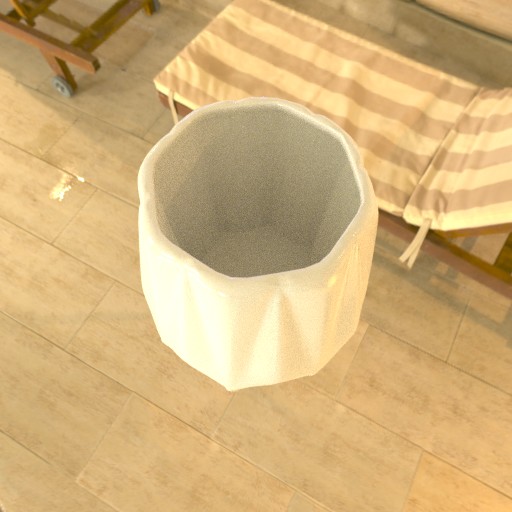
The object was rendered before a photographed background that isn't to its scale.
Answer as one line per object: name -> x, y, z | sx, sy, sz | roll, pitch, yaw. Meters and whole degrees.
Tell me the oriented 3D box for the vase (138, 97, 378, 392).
vase -> 0.000, 0.000, 0.260 | 0.141, 0.152, 0.141 | 0, 64, 0
